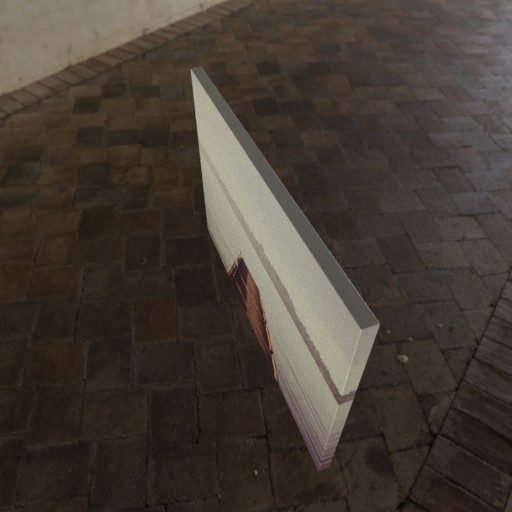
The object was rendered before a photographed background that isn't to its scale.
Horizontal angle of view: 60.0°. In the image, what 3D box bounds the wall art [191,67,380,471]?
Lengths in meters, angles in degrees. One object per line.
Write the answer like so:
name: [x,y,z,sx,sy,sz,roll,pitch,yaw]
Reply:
wall art: [0.000,0.000,0.773,0.021,0.410,0.615,-16,49,-14]
